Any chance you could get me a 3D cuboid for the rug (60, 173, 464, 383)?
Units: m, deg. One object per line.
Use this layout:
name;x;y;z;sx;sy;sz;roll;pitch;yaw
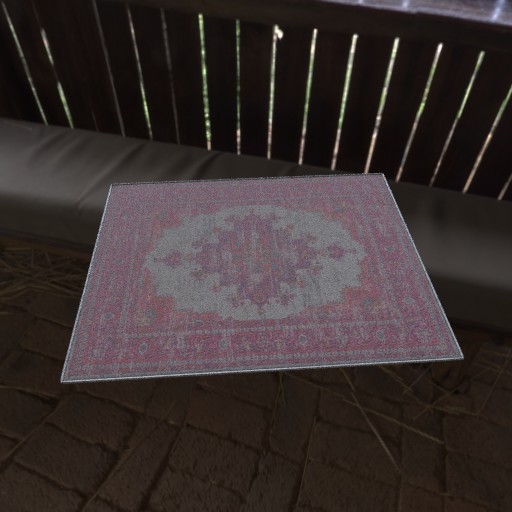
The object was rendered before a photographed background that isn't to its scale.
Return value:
rug;0.000;0.000;4.244;3.123;0.017;2.447;-3;47;-3
